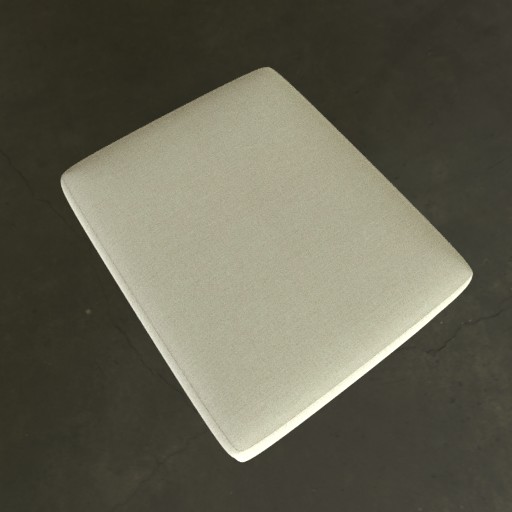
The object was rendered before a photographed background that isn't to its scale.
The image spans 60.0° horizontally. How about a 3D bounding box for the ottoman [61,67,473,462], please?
[{"bbox_3d":[0.000,0.000,1.171,0.657,0.453,0.794,-33,69,-14],"label":"ottoman"}]
